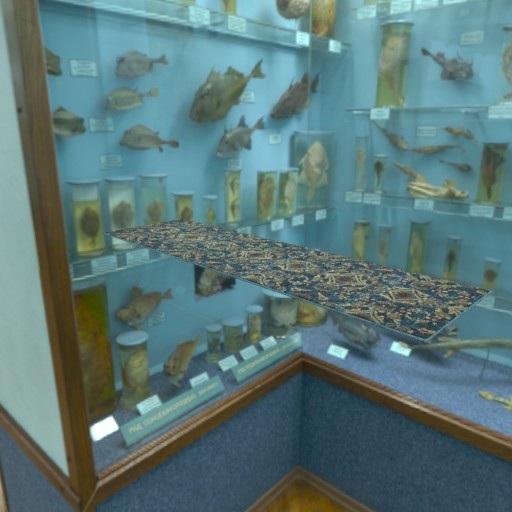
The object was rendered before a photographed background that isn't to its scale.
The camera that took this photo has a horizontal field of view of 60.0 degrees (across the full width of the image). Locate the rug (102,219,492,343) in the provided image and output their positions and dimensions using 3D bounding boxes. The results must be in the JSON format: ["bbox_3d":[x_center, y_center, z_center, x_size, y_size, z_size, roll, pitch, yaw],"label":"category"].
[{"bbox_3d":[0.000,0.000,2.515,2.292,0.014,0.685,15,22,42],"label":"rug"}]
